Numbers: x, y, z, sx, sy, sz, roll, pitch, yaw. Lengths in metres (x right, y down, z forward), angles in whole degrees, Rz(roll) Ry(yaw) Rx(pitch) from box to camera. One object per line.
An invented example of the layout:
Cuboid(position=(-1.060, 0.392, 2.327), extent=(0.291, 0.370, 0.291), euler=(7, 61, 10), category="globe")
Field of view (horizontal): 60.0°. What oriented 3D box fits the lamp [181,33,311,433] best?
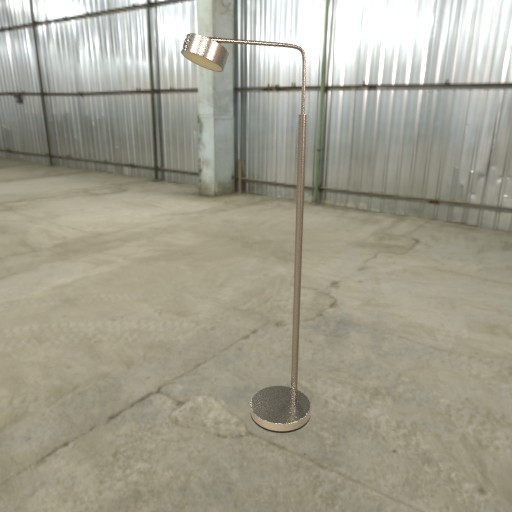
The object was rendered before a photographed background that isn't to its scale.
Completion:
Cuboid(position=(0.000, 0.000, 1.406), extent=(0.421, 1.250, 0.222), euler=(-8, 20, -24), category="lamp")
